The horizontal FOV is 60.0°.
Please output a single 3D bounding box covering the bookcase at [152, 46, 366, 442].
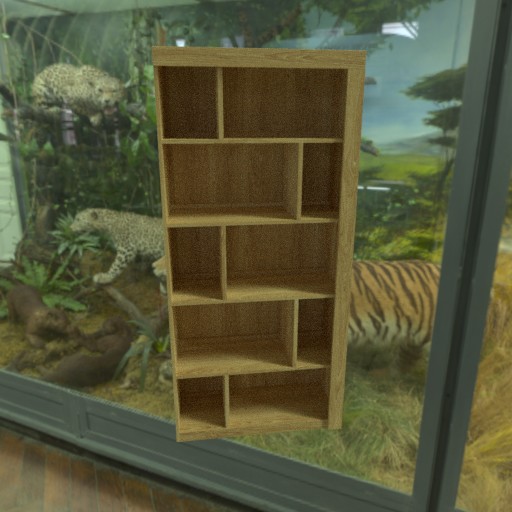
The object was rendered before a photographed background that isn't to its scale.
[{"bbox_3d":[0.000,0.000,2.426,0.950,2.020,0.420,-2,17,-8],"label":"bookcase"}]
